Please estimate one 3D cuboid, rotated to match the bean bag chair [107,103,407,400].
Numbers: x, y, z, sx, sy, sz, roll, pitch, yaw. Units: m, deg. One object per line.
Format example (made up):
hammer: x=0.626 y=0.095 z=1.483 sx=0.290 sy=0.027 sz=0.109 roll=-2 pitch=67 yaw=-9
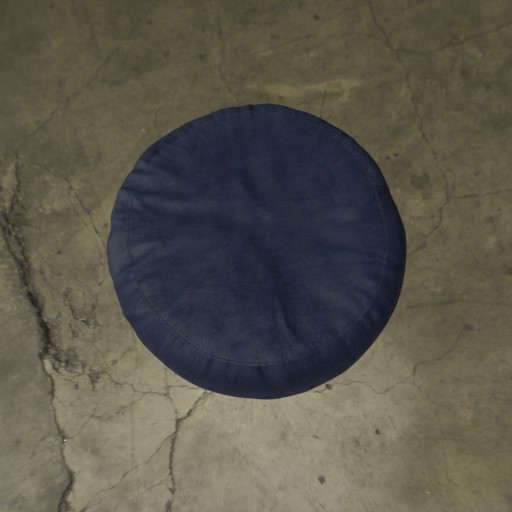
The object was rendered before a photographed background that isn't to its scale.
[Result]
bean bag chair: x=0.000 y=0.000 z=1.979 sx=1.219 sy=0.762 sz=1.219 roll=0 pitch=75 yaw=0
